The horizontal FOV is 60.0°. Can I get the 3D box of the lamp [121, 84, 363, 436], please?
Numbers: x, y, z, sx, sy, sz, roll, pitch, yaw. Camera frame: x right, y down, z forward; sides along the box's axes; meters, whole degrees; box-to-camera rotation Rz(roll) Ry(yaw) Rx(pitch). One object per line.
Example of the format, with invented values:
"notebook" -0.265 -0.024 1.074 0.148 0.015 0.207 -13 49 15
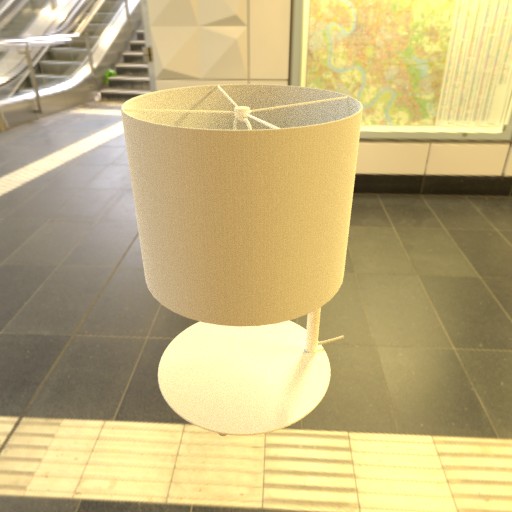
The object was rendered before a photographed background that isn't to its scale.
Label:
"lamp" 0.000 0.000 0.678 0.341 0.454 0.299 -8 30 -14
